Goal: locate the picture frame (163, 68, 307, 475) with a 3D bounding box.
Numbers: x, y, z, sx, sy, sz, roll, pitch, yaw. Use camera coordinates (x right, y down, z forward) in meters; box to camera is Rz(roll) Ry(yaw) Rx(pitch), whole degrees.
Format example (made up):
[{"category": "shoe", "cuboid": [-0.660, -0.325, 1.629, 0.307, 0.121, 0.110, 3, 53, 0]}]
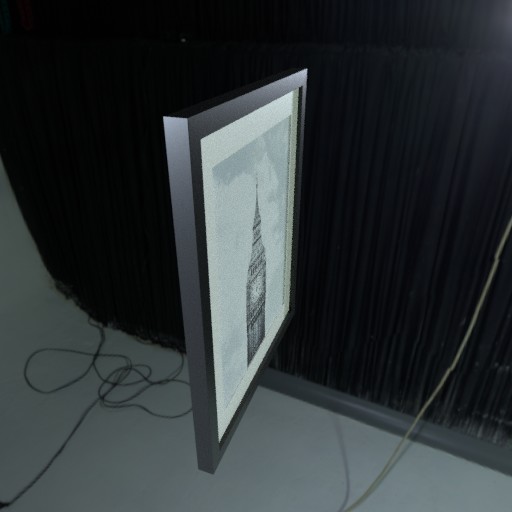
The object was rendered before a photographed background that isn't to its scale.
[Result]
[{"category": "picture frame", "cuboid": [0.000, 0.000, 0.767, 0.028, 0.556, 0.460, 10, 31, 18]}]
